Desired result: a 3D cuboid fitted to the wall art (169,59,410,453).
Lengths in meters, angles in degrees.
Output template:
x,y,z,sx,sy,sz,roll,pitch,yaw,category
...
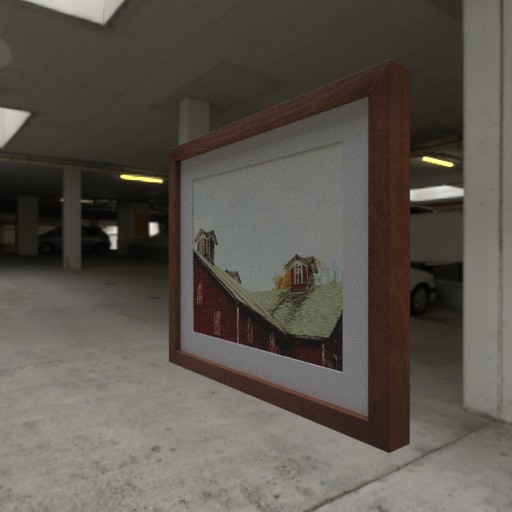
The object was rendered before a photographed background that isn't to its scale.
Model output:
x,y,z,sx,sy,sz,roll,pitch,yaw,category
0.000,0.000,0.537,0.030,0.328,0.401,0,0,-38,wall art
